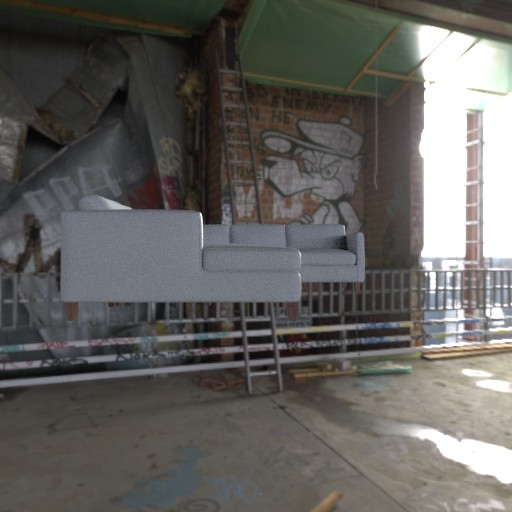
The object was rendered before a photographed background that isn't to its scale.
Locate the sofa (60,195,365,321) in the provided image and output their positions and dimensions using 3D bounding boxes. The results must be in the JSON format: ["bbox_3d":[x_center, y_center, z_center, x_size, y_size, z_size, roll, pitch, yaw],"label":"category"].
[{"bbox_3d":[0.000,0.000,4.434,2.551,0.853,3.238,0,0,0],"label":"sofa"}]
